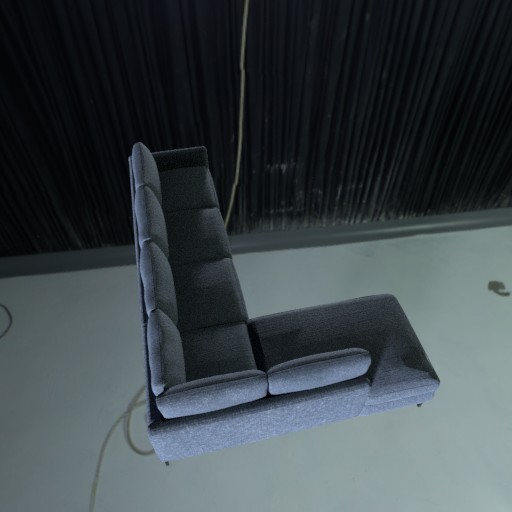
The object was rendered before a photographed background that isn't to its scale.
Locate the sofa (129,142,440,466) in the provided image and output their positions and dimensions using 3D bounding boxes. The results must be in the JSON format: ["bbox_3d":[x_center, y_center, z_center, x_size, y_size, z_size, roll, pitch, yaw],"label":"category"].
[{"bbox_3d":[0.000,0.000,3.880,2.007,0.815,2.949,-10,49,-9],"label":"sofa"}]
